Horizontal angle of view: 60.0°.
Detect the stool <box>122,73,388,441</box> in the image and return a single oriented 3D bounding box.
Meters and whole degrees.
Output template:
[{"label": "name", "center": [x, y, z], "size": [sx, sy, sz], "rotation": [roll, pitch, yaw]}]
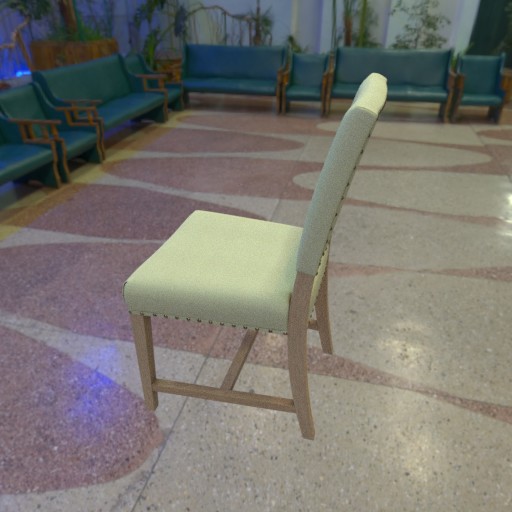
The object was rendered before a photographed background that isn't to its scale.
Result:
[{"label": "stool", "center": [0.000, 0.000, 1.326], "size": [0.623, 0.986, 0.508], "rotation": [9, 32, 14]}]
